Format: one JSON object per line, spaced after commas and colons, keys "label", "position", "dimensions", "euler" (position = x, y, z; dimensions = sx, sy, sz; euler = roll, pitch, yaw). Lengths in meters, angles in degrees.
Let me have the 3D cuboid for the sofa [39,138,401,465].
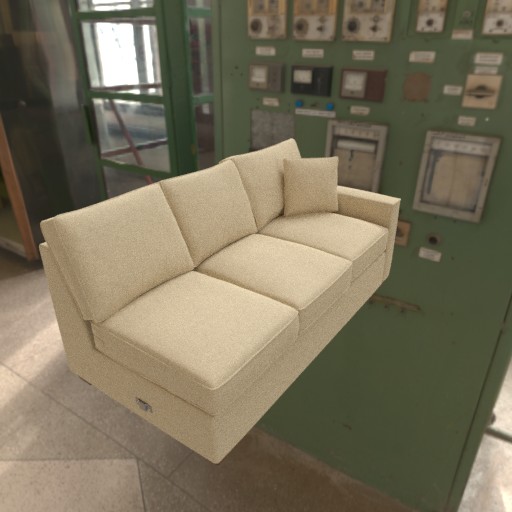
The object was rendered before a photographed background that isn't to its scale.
{"label": "sofa", "position": [0.000, 0.000, 2.540], "dimensions": [1.034, 0.946, 1.963], "euler": [17, 31, 31]}
